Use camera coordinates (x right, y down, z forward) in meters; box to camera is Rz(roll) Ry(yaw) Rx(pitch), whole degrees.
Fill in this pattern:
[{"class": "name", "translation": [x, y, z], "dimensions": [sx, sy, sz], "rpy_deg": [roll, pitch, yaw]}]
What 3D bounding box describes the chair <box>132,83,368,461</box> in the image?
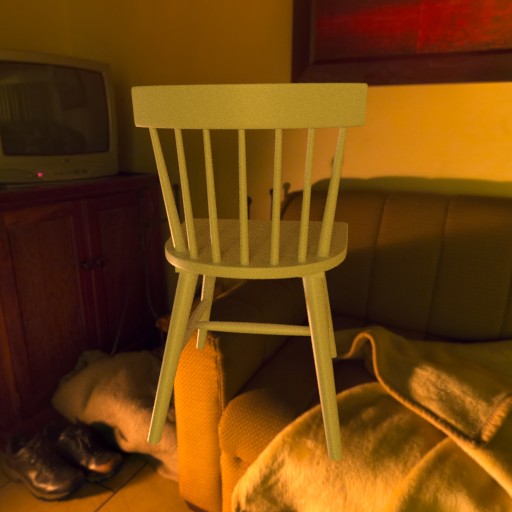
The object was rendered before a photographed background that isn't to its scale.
[{"class": "chair", "translation": [0.000, 0.000, 1.130], "dimensions": [0.483, 0.787, 0.500], "rpy_deg": [2, 15, 7]}]
